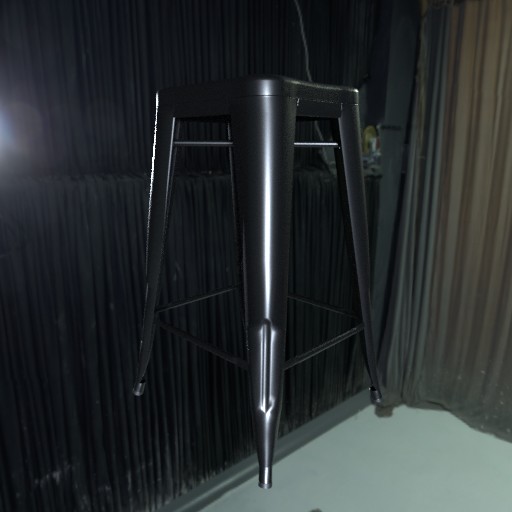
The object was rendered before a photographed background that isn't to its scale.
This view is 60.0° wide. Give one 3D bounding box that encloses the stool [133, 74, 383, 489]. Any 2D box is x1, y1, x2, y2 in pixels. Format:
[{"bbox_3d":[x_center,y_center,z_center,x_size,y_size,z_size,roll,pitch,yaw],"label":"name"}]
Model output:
[{"bbox_3d":[0.000,0.000,0.857,0.399,0.609,0.359,14,19,43],"label":"stool"}]
